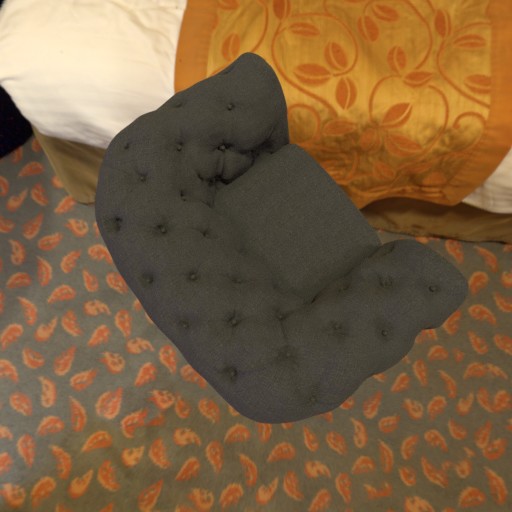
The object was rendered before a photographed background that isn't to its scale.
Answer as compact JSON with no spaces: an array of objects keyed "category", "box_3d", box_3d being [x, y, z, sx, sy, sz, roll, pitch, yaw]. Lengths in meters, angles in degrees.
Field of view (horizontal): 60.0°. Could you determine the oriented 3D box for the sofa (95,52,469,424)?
[{"category":"sofa","box_3d":[0.000,0.000,2.038,1.032,0.878,1.405,-37,78,-9]}]
